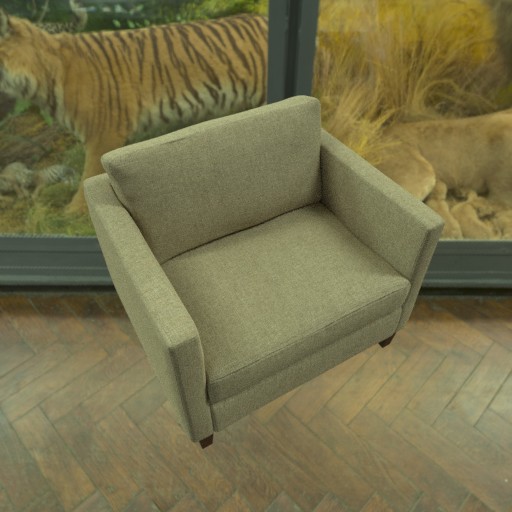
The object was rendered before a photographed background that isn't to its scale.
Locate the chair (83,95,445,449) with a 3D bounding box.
[{"bbox_3d":[0.000,0.000,1.876,1.107,0.987,0.959,-22,49,-21],"label":"chair"}]
